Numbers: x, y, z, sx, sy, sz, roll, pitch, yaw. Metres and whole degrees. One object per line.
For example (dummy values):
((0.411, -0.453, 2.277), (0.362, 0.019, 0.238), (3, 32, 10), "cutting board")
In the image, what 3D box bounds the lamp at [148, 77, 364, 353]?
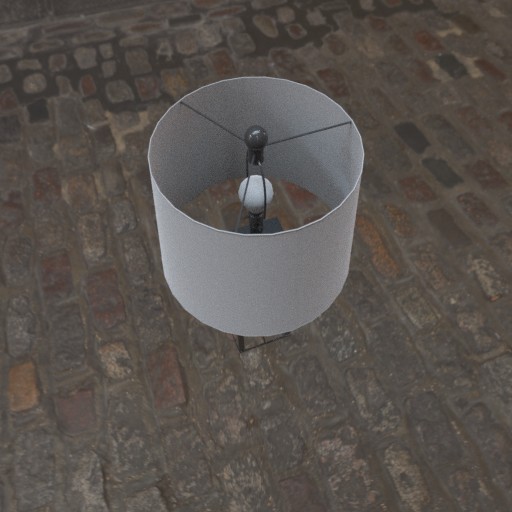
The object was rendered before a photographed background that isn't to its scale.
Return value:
((0.000, 0.000, 0.781), (0.320, 0.591, 0.320), (0, 59, 0), "lamp")
